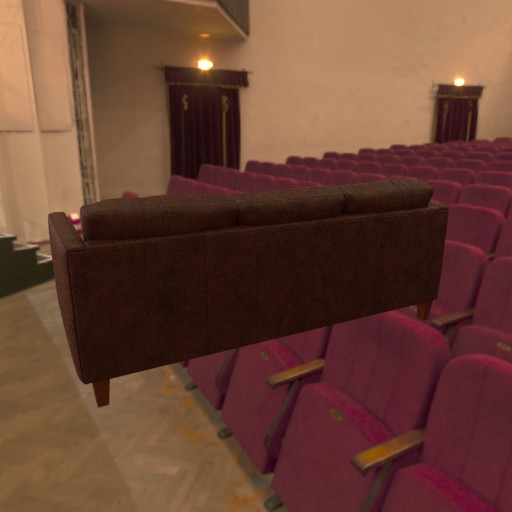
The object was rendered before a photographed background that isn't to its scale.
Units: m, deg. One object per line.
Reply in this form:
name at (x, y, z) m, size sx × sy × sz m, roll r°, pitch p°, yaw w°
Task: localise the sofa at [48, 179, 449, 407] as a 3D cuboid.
sofa at (0.000, 0.000, 2.983) m, size 2.464 × 1.006 × 1.045 m, roll -8°, pitch 18°, yaw -27°
